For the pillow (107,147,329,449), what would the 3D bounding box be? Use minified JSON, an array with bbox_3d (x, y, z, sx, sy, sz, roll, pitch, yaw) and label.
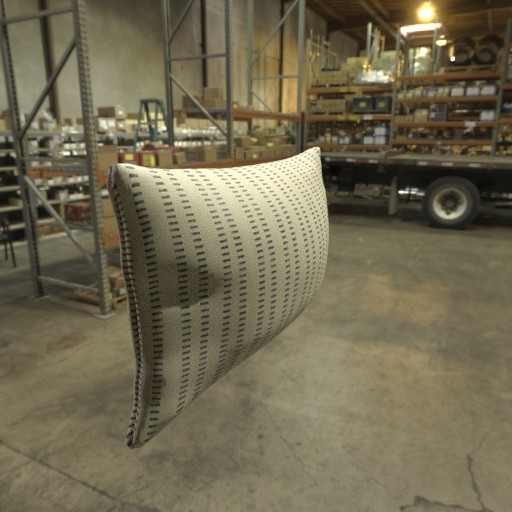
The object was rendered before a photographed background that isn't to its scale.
[{"bbox_3d":[0.000,0.000,0.773,0.210,0.353,0.640,8,17,26],"label":"pillow"}]
